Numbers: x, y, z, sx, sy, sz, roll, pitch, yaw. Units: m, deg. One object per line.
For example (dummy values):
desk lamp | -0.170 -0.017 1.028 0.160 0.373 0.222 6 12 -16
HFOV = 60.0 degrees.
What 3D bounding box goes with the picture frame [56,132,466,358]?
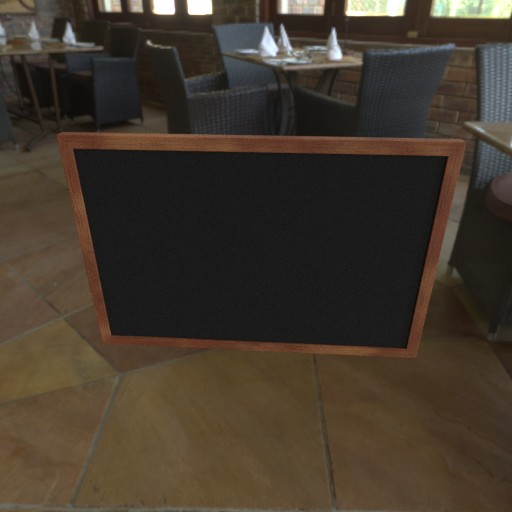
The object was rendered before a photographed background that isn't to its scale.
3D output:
picture frame | 0.000 0.000 1.196 0.950 0.640 0.029 2 29 3
